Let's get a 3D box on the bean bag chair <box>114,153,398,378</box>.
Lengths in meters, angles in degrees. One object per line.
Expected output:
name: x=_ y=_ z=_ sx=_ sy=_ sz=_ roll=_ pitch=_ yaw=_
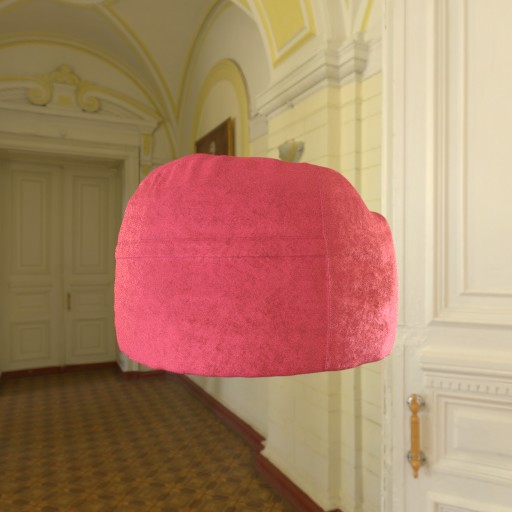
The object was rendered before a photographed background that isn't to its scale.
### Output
bean bag chair: x=0.000 y=0.000 z=1.991 sx=1.218 sy=0.788 sz=1.218 roll=0 pitch=0 yaw=0
